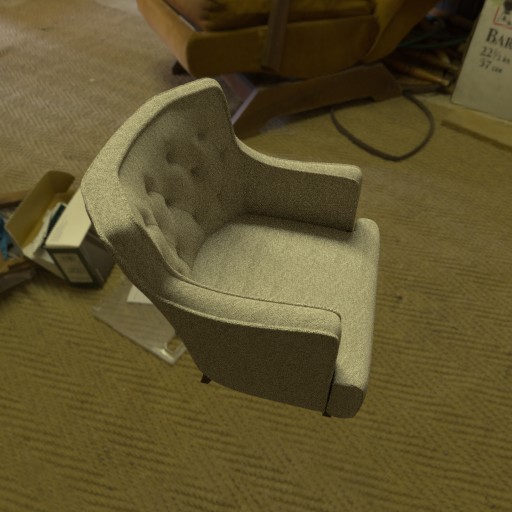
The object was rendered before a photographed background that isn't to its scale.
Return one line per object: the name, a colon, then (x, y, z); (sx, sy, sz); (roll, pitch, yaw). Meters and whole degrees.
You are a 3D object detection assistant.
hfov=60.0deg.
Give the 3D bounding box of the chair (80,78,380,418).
chair: (0.000, 0.000, 1.630); (0.910, 0.920, 0.820); (10, 49, 9)
